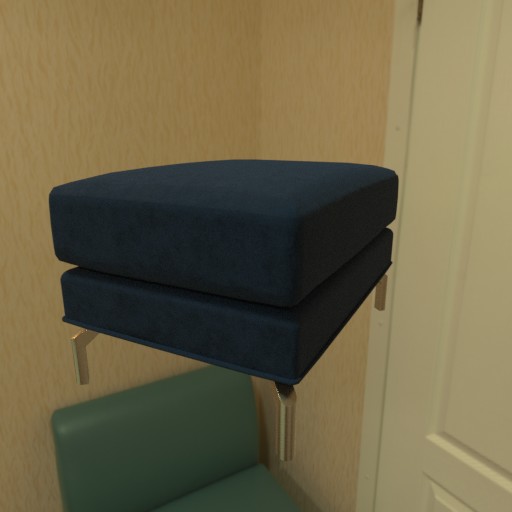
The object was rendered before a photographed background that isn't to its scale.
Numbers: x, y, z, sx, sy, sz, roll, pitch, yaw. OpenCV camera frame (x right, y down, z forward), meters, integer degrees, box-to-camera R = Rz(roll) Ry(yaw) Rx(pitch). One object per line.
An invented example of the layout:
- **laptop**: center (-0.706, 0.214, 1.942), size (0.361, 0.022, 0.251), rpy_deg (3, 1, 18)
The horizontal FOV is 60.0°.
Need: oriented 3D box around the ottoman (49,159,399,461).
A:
- **ottoman**: center (0.000, 0.000, 1.202), size (0.587, 0.498, 0.835), rpy_deg (8, 18, 26)
